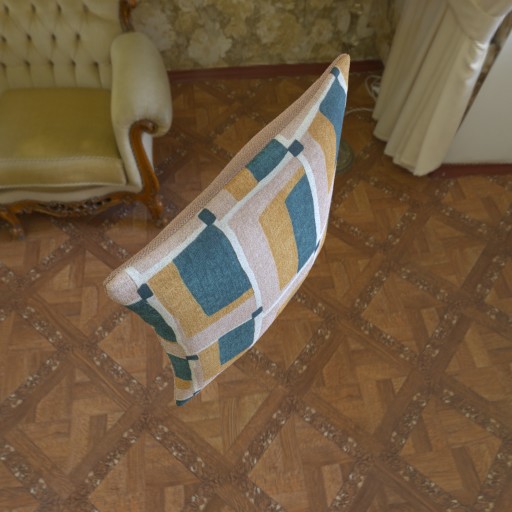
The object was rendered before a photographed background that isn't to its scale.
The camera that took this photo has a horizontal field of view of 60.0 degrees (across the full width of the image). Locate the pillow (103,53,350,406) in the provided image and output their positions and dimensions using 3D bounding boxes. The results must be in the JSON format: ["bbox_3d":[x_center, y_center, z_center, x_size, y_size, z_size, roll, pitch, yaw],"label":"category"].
[{"bbox_3d":[0.000,0.000,0.735,0.158,0.479,0.478,32,63,18],"label":"pillow"}]
